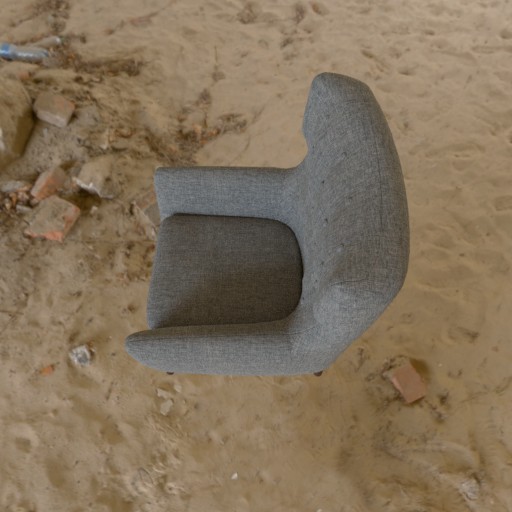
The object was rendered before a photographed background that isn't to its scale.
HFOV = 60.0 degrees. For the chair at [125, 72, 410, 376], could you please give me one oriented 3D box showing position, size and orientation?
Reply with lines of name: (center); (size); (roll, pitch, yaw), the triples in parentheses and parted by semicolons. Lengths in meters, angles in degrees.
chair: (0.000, 0.000, 1.746); (0.904, 1.063, 0.878); (1, 58, 0)
